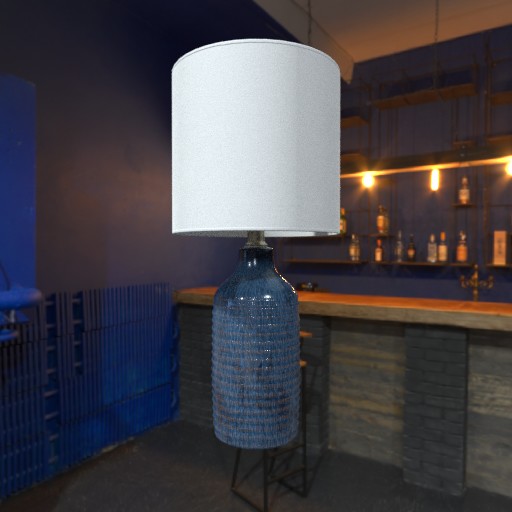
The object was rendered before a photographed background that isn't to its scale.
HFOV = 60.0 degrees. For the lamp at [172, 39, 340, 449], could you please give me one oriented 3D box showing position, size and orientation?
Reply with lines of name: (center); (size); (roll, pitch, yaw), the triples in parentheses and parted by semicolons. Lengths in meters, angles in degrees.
lamp: (0.000, 0.000, 0.595); (0.220, 0.475, 0.220); (0, 1, 35)
